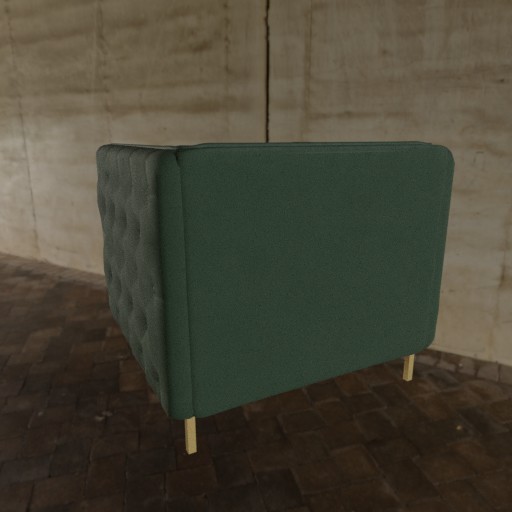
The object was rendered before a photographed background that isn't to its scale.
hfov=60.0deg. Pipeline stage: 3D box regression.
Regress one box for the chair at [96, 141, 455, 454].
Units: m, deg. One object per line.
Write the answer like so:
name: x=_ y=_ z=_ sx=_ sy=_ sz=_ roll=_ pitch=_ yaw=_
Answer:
chair: x=0.000 y=0.000 z=1.522 sx=0.917 sy=0.768 sz=0.855 roll=-8 pitch=17 yaw=-26
